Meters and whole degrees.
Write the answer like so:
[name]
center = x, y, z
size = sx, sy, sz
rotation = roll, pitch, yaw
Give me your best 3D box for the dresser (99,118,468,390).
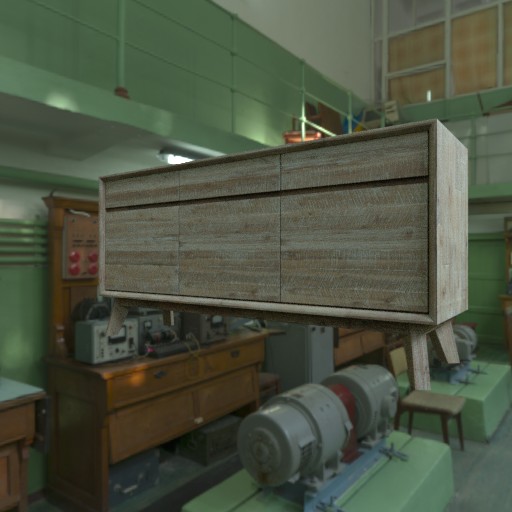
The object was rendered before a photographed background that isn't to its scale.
[dresser]
center = 0.000, 0.000, 1.921
size = 1.602, 0.788, 0.455
rotation = 0, 0, 36
